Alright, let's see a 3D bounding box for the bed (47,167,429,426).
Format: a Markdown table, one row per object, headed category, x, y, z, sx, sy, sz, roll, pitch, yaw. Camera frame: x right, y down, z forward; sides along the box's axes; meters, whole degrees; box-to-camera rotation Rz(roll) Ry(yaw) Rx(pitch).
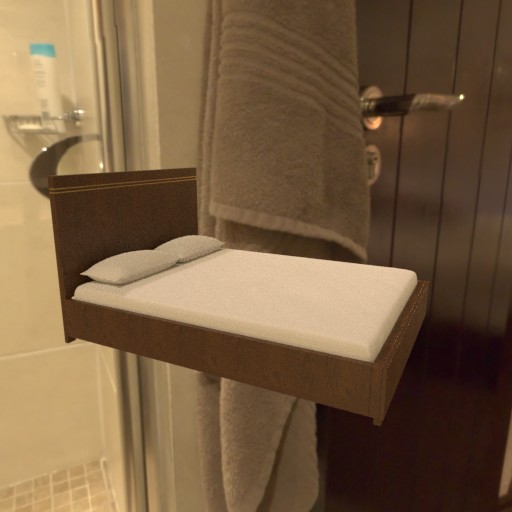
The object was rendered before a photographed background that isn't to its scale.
| category | x | y | z | sx | sy | sz | roll | pitch | yaw |
| --- | --- | --- | --- | --- | --- | --- | --- | --- | --- |
| bed | 0.000 | 0.000 | 3.217 | 2.221 | 1.169 | 1.613 | 7 | 15 | 26 |
